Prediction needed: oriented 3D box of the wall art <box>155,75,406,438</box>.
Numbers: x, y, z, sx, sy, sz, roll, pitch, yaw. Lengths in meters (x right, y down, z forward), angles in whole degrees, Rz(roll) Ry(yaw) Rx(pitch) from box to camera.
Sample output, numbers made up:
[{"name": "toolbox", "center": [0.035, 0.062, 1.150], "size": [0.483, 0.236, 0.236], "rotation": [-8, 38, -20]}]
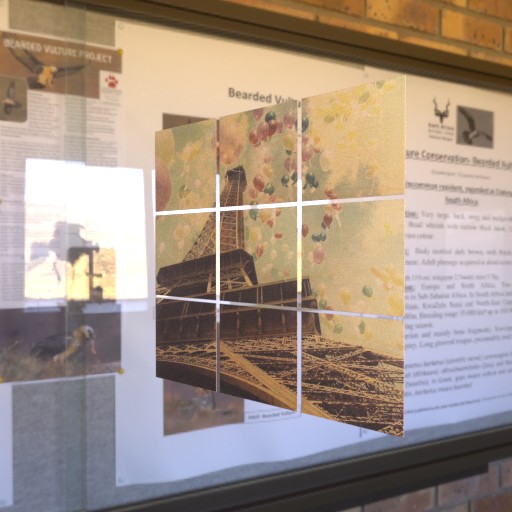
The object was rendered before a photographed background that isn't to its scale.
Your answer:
[{"name": "wall art", "center": [0.000, 0.000, 2.280], "size": [1.517, 1.505, 0.002], "rotation": [1, 1, 36]}]
